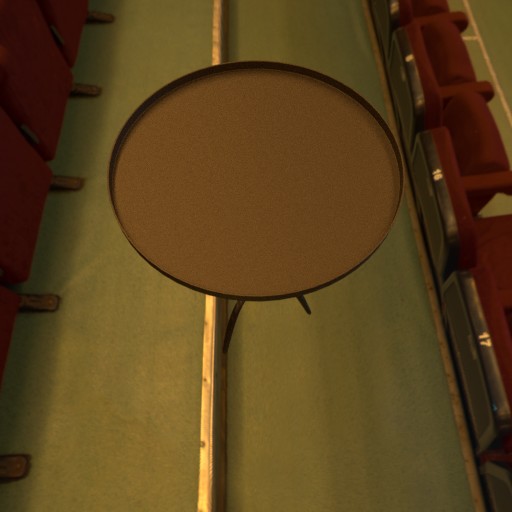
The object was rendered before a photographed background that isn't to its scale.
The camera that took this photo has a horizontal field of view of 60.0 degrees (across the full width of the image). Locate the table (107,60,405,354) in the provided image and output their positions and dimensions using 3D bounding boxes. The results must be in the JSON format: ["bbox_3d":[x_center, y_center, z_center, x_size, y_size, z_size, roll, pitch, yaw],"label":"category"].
[{"bbox_3d":[0.000,0.000,1.064,0.502,0.700,0.502,-2,62,-1],"label":"table"}]
